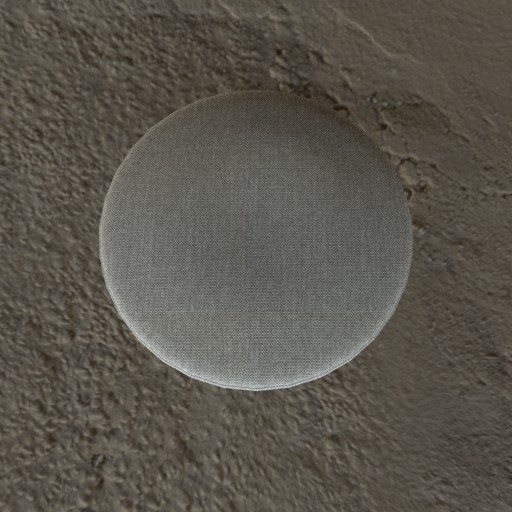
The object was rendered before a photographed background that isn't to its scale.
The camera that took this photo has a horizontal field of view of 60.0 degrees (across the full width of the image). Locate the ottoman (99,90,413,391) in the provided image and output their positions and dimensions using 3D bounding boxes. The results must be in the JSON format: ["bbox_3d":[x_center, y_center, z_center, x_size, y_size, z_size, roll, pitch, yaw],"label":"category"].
[{"bbox_3d":[0.000,0.000,0.880,0.500,0.419,0.500,0,75,0],"label":"ottoman"}]
